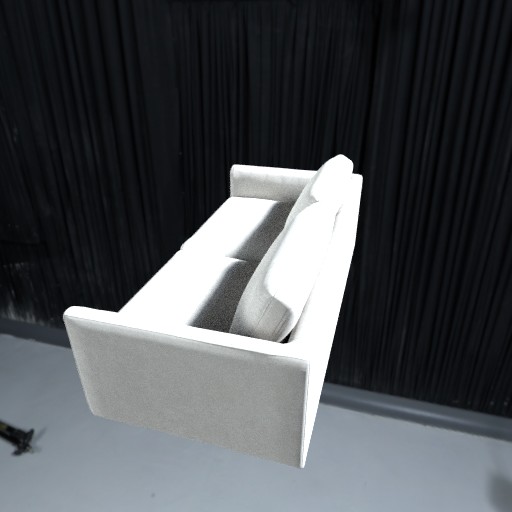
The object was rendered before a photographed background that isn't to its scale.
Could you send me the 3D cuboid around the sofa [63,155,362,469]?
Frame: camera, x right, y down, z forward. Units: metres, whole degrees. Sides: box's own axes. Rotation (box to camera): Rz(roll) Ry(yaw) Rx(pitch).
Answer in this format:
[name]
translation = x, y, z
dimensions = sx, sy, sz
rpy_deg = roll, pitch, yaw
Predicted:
[sofa]
translation = 0.000, 0.000, 2.797
dimensions = 1.090, 0.838, 2.588
rpy_deg = 8, 30, 15
